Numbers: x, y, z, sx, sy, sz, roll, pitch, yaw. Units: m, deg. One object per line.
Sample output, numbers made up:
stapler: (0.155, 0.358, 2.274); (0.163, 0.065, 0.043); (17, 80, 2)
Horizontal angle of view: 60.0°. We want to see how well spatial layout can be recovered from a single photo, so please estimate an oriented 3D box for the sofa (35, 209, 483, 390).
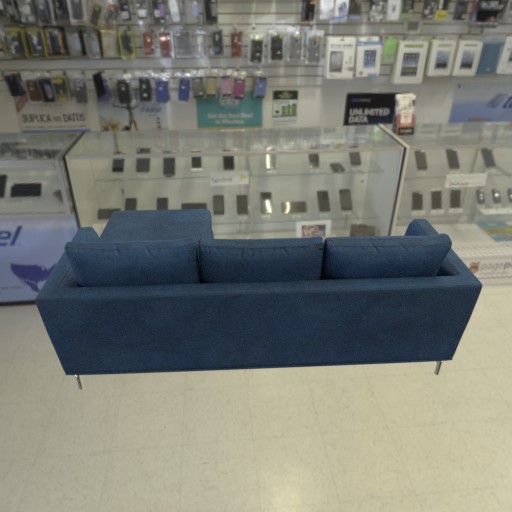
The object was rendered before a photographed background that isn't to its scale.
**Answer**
sofa: (0.000, 0.000, 3.207); (2.438, 0.987, 1.622); (-2, 31, -3)
